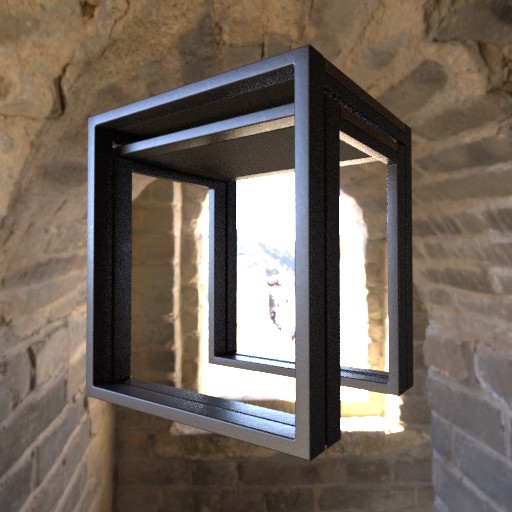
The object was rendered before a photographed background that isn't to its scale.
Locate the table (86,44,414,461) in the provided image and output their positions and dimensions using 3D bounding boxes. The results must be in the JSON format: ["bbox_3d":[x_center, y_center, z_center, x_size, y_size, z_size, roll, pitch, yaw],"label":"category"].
[{"bbox_3d":[0.000,0.000,0.908,0.500,0.550,0.449,-1,-2,36],"label":"table"}]
